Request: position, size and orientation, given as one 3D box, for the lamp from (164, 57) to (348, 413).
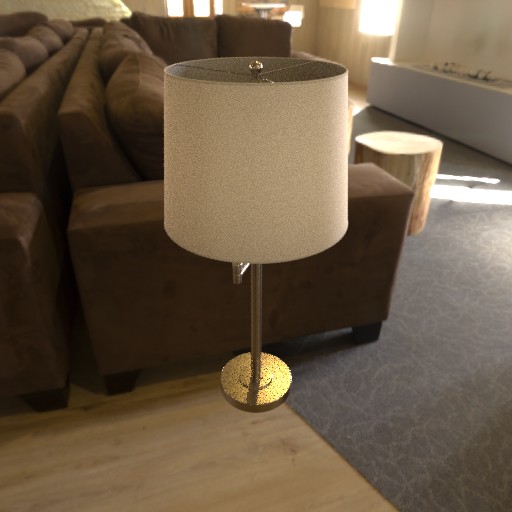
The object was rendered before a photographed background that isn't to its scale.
[{"bbox_3d":[0.000,0.000,0.858,0.333,0.696,0.333,0,30,0],"label":"lamp"}]
